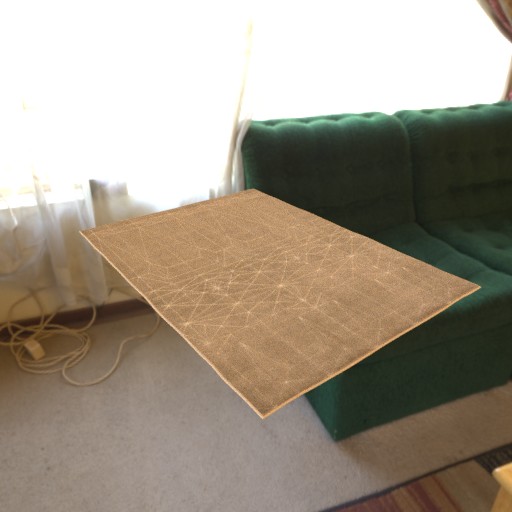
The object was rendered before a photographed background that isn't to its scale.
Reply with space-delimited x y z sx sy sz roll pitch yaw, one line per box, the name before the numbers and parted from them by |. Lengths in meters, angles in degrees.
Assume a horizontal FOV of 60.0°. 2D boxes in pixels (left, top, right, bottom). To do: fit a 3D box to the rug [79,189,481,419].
rug | 0.000 0.000 4.433 2.449 0.019 3.357 -19 33 -32
